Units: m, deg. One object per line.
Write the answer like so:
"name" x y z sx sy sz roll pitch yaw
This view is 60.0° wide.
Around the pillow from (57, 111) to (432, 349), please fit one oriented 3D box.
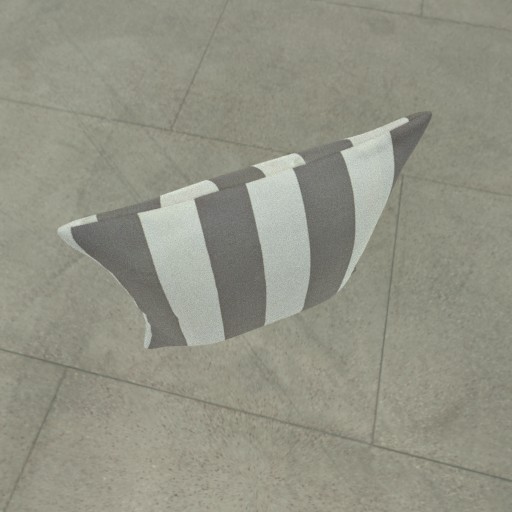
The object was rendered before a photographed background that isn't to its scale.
"pillow" 0.000 0.000 0.794 0.522 0.507 0.192 -19 64 -10
